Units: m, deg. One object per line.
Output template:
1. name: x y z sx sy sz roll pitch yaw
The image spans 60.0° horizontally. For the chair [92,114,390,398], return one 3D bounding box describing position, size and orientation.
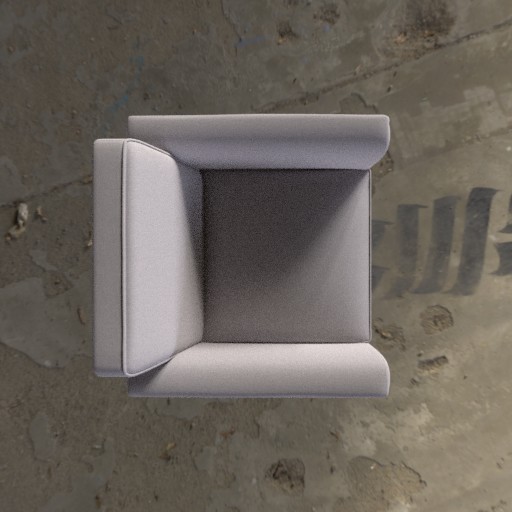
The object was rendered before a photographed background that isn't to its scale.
1. chair: 0.000 0.000 1.393 0.750 0.780 0.780 0 90 0
